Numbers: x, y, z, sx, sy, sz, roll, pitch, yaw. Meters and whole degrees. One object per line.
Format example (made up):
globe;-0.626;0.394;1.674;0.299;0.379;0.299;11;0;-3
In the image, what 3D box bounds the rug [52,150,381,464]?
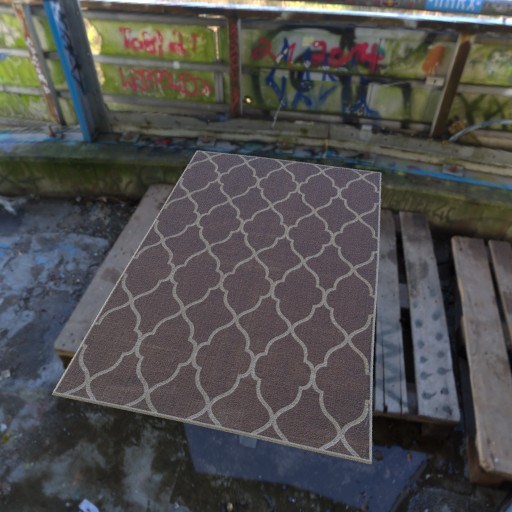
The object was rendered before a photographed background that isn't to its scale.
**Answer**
rug;0.000;0.000;2.821;1.528;0.014;2.294;9;45;9
